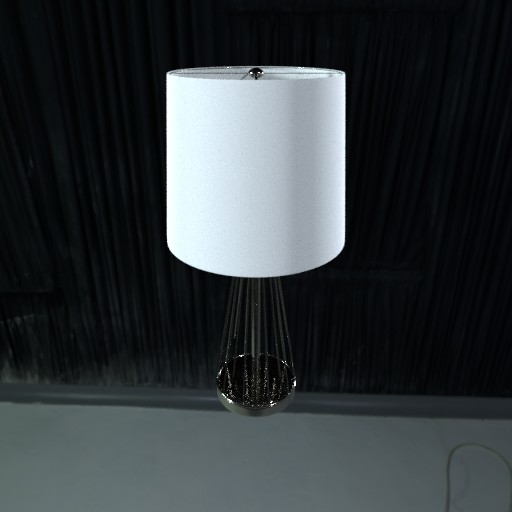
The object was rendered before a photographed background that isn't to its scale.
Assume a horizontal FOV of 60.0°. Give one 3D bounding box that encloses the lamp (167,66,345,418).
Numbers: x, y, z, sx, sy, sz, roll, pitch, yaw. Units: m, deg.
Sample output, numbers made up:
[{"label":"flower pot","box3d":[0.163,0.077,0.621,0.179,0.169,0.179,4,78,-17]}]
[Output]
[{"label":"lamp","box3d":[0.000,0.000,0.789,0.303,0.618,0.303,0,27,0]}]
